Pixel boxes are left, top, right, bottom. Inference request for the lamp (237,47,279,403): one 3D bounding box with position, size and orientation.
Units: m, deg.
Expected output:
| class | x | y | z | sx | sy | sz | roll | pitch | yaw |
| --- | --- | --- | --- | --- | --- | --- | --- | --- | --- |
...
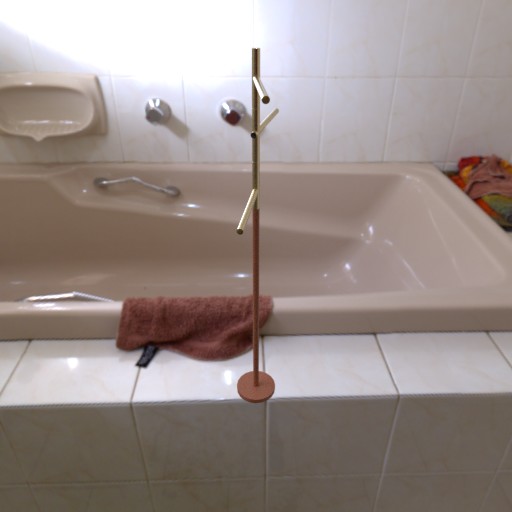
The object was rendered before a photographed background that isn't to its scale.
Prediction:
| class | x | y | z | sx | sy | sz | roll | pitch | yaw |
| --- | --- | --- | --- | --- | --- | --- | --- | --- | --- |
| lamp | 0.000 | 0.000 | 1.996 | 0.209 | 1.704 | 0.737 | 0 | 31 | 1 |
